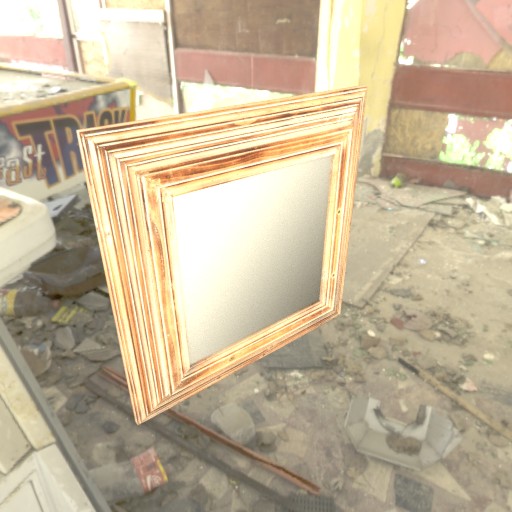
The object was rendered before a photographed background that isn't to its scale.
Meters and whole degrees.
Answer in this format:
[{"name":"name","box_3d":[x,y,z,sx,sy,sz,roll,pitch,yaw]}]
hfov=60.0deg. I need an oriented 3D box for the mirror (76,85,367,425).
[{"name":"mirror","box_3d":[0.000,0.000,1.223,0.804,0.804,0.061,-21,36,-32]}]
